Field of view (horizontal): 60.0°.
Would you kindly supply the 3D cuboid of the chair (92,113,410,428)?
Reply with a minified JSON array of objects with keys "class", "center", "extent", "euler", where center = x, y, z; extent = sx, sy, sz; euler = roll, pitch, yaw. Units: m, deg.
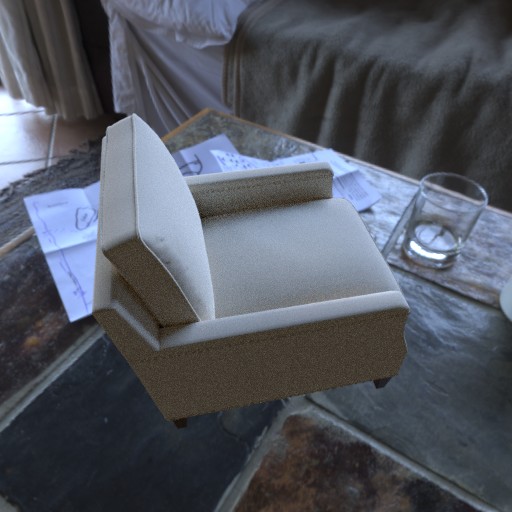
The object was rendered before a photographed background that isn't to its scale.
[{"class":"chair","center":[0.000,0.000,1.695],"extent":[1.014,0.943,0.853],"euler":[-9,47,-8]}]
